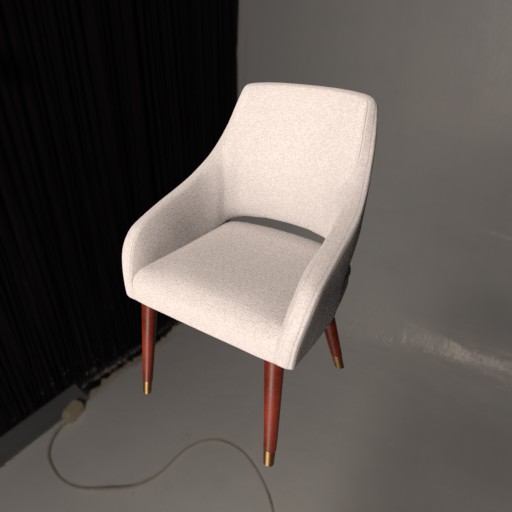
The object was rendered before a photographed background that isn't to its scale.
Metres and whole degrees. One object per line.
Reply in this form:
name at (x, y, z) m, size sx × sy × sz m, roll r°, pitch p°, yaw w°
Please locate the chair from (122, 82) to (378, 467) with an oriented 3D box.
chair at (0.000, 0.000, 1.321) m, size 0.609 × 0.889 × 0.600 m, roll 18°, pitch 34°, yaw 29°
